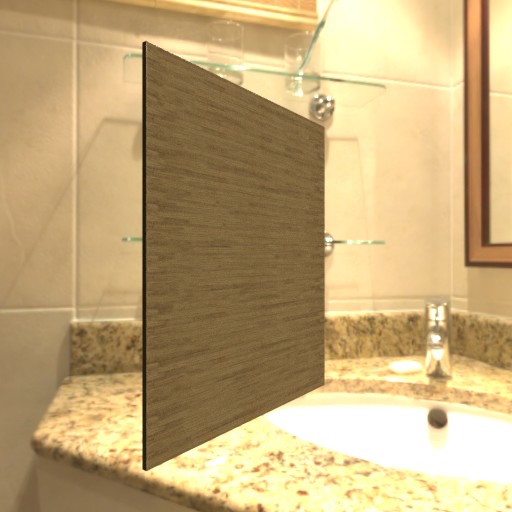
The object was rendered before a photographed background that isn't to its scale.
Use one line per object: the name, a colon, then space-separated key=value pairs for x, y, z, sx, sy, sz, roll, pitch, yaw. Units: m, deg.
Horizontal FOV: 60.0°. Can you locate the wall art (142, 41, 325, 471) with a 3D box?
wall art: x=0.000 y=0.000 z=0.769 sx=0.009 sy=0.559 sz=0.483 roll=0 pitch=0 yaw=37
